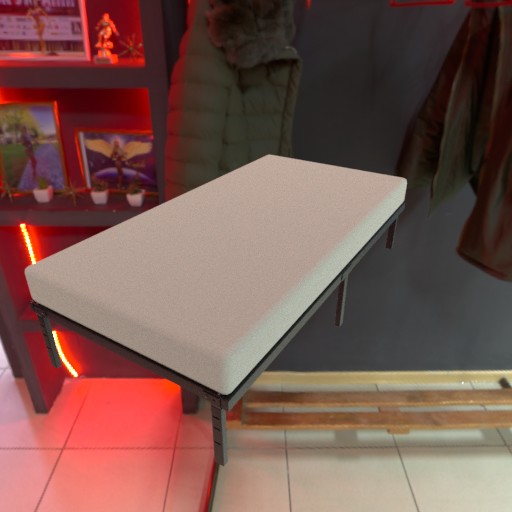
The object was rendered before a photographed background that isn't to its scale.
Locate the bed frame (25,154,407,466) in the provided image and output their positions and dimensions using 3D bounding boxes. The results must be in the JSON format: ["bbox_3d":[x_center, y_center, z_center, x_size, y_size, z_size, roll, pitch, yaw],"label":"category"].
[{"bbox_3d":[0.000,0.000,3.206,1.393,0.680,2.635,17,33,28],"label":"bed frame"}]
